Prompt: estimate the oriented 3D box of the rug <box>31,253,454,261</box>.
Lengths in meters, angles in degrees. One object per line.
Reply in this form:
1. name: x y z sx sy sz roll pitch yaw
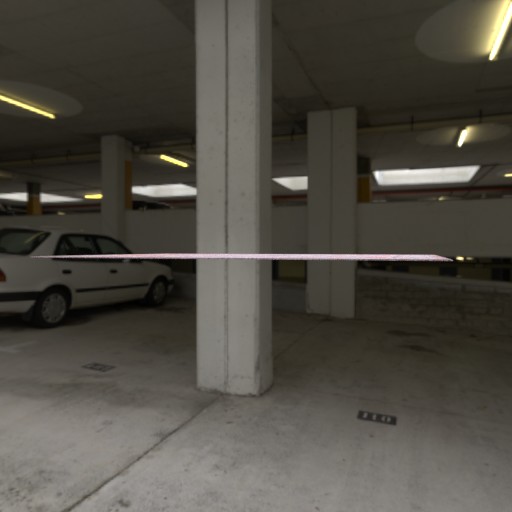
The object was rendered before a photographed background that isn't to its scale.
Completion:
1. rug: 0.000 0.000 2.359 1.829 0.005 1.219 0 1 19
